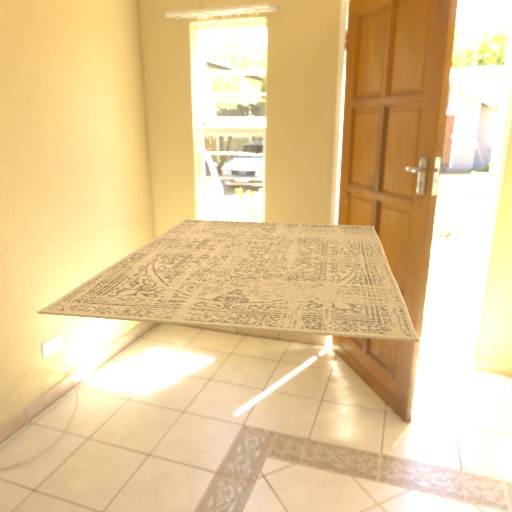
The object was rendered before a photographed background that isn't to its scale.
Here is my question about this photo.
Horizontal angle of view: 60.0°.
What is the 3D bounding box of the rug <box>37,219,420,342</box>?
[{"bbox_3d":[0.000,0.000,3.974,2.311,0.032,2.921,3,17,9],"label":"rug"}]
